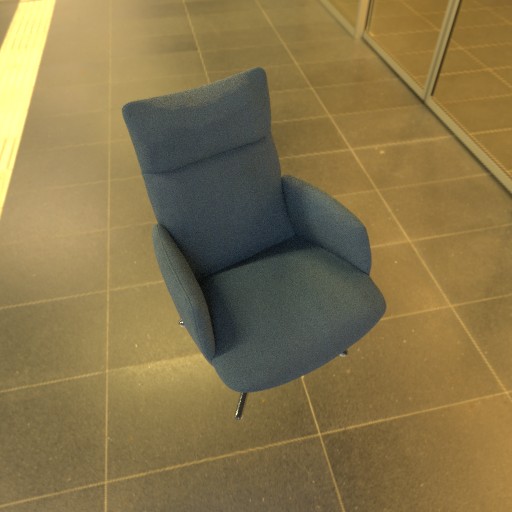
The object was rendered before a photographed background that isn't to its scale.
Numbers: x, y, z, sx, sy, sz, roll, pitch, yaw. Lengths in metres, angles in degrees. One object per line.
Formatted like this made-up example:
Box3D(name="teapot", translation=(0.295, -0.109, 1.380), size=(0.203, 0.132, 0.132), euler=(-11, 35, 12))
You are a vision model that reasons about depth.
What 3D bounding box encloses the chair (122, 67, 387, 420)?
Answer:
Box3D(name="chair", translation=(0.000, 0.000, 1.648), size=(0.711, 1.016, 0.889), euler=(-25, 52, -21))
